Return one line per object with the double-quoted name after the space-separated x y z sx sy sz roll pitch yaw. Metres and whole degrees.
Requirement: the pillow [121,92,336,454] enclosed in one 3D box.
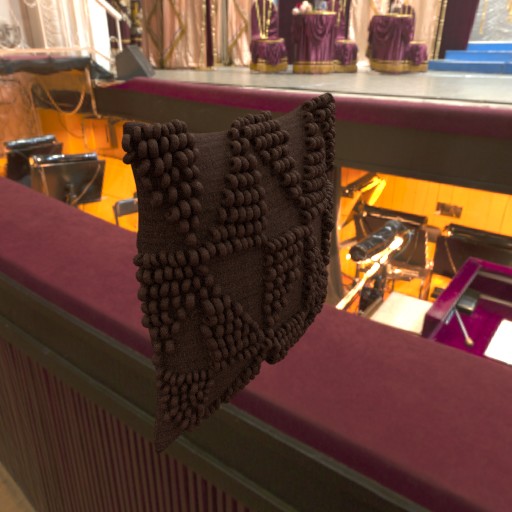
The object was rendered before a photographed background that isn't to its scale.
0.000 0.000 0.713 0.172 0.467 0.470 17 30 32 "pillow"
